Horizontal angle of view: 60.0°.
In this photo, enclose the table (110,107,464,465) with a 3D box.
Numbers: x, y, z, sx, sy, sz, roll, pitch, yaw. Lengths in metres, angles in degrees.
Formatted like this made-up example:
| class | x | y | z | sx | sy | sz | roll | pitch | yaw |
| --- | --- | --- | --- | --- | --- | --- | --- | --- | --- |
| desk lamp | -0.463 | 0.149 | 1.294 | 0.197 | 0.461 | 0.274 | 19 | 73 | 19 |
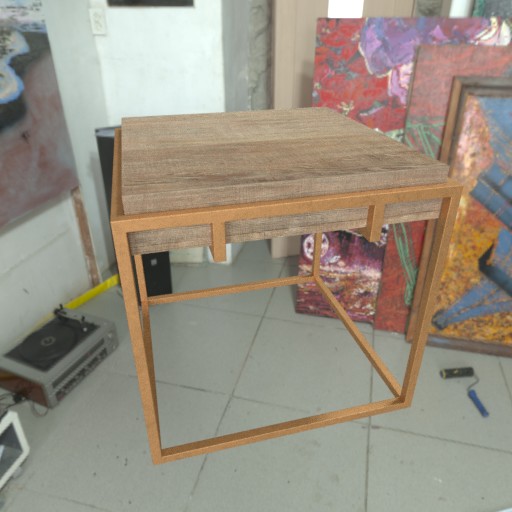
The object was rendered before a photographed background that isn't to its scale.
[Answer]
| class | x | y | z | sx | sy | sz | roll | pitch | yaw |
| --- | --- | --- | --- | --- | --- | --- | --- | --- | --- |
| table | 0.000 | 0.000 | 1.094 | 0.599 | 0.584 | 0.599 | -7 | 30 | -13 |
